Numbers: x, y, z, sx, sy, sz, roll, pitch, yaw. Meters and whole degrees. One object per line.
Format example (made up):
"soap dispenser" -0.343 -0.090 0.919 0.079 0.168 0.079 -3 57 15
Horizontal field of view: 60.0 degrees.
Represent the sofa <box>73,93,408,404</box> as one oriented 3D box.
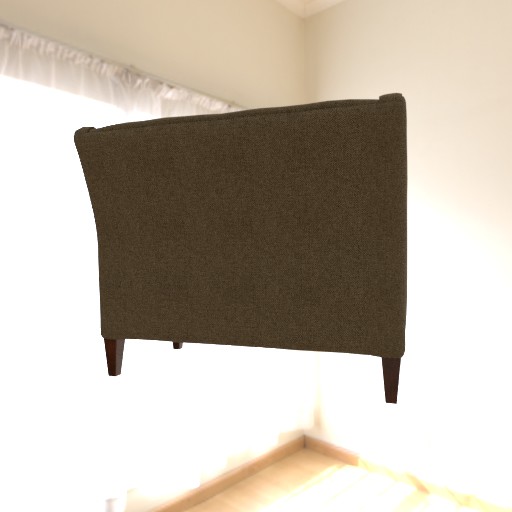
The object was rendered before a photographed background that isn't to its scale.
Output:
"sofa" 0.000 0.000 1.926 1.242 1.021 0.870 0 0 18
